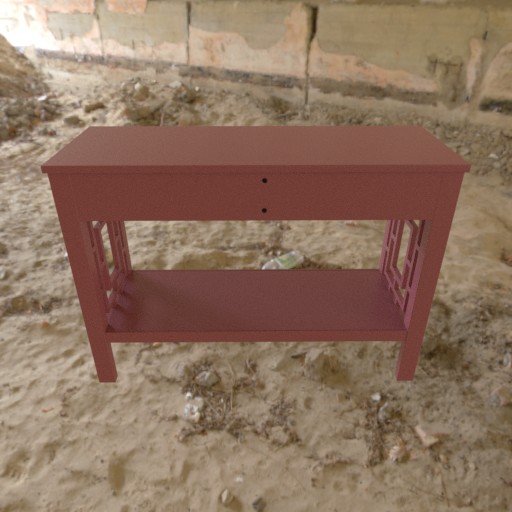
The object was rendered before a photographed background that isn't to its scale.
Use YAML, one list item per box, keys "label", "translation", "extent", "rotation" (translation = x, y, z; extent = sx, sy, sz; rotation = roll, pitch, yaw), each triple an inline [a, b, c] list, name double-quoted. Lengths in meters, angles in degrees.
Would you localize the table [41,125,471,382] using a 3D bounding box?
- label: "table"
  translation: [0.000, 0.000, 1.458]
  extent: [1.068, 0.753, 0.397]
  rotation: [0, 30, 0]
